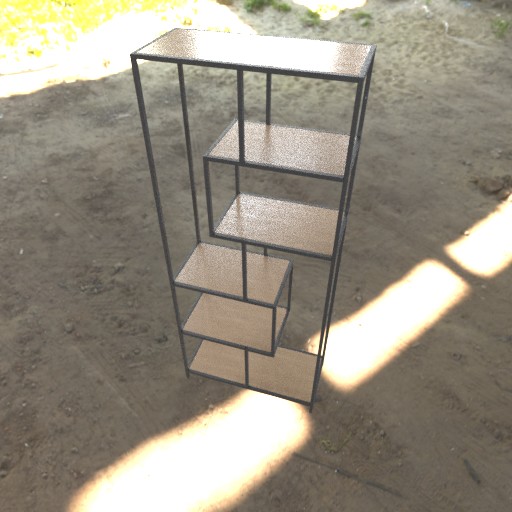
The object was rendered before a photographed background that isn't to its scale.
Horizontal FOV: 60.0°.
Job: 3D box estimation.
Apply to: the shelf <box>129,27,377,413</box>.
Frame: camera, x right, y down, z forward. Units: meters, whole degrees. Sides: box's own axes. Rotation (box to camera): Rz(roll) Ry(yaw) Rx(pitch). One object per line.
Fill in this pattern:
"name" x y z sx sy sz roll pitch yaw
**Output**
"shelf" 0.000 0.000 2.104 0.770 1.850 0.350 12 42 13
